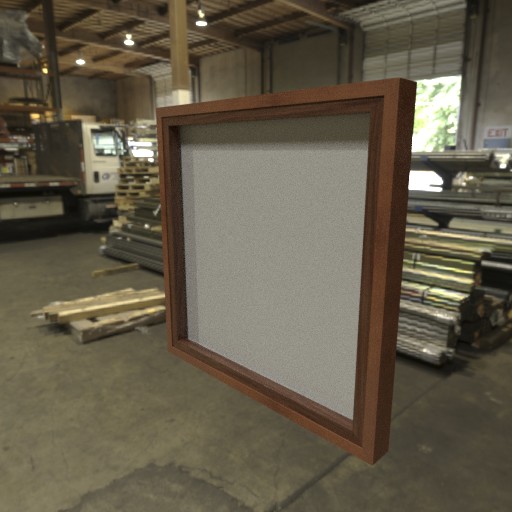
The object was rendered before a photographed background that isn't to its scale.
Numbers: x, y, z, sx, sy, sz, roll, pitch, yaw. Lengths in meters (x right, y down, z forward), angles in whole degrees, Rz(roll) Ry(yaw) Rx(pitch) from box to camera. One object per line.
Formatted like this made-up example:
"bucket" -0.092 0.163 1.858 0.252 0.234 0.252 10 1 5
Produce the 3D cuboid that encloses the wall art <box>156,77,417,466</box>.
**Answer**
"wall art" 0.000 0.000 0.595 0.035 0.403 0.403 -13 18 -43
